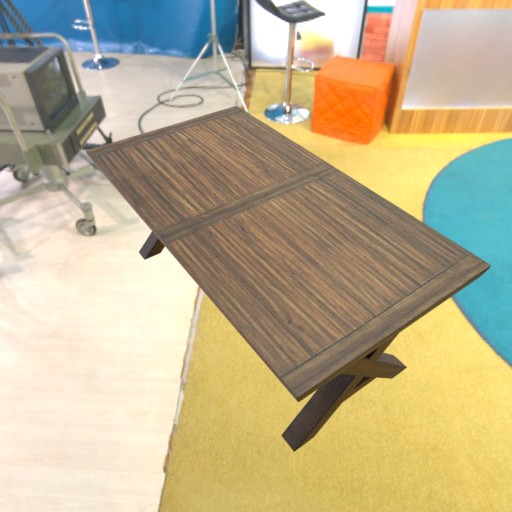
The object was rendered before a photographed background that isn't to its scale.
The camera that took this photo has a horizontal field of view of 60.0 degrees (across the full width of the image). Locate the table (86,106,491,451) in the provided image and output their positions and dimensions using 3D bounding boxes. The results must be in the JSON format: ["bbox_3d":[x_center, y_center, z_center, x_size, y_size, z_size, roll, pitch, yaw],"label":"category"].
[{"bbox_3d":[0.000,0.000,2.525,1.071,0.793,1.966,-26,48,-25],"label":"table"}]
